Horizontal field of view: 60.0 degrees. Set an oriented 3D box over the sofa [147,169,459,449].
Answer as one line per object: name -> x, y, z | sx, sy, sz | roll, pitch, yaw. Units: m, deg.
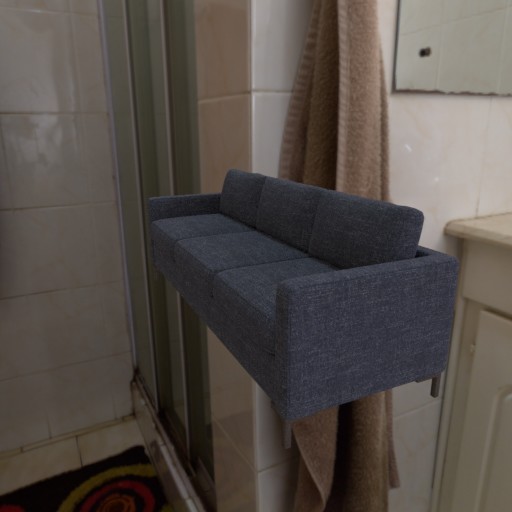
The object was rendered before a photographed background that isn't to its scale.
sofa -> 0.000, 0.000, 2.690 | 0.859, 0.874, 2.218 | -8, 18, -24
